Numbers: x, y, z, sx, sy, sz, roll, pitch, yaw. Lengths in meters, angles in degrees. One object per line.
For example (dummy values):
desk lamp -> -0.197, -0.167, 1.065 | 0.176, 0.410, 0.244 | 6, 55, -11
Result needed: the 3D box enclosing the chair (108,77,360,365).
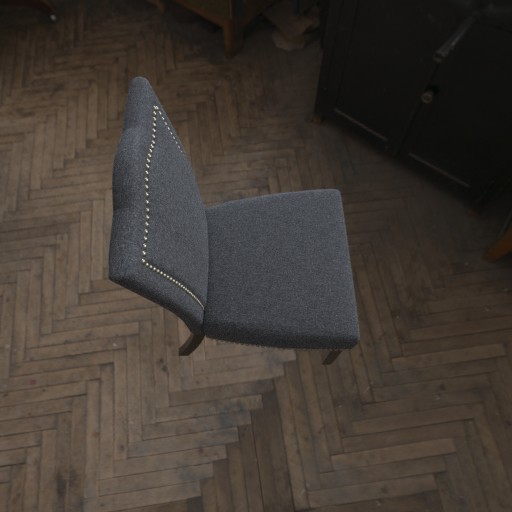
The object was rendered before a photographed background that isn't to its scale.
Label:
chair -> 0.000, 0.000, 1.307 | 0.589, 0.946, 0.518 | -2, 65, -1
